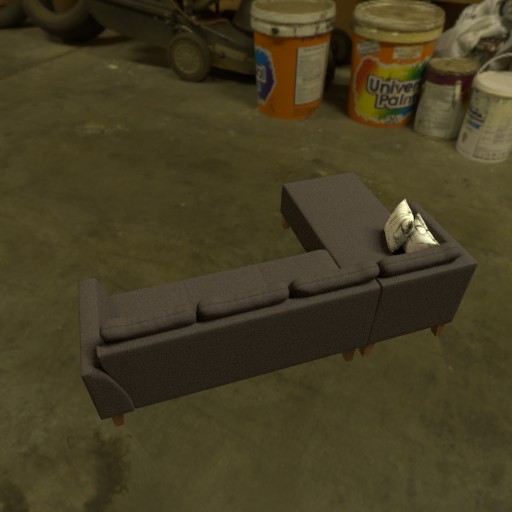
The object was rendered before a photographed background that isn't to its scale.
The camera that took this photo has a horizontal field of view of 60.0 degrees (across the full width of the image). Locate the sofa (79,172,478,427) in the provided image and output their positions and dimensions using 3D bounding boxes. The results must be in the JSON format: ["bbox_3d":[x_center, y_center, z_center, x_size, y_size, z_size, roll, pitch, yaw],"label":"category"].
[{"bbox_3d":[0.000,0.000,3.609,2.679,0.932,1.829,-12,43,-13],"label":"sofa"}]
